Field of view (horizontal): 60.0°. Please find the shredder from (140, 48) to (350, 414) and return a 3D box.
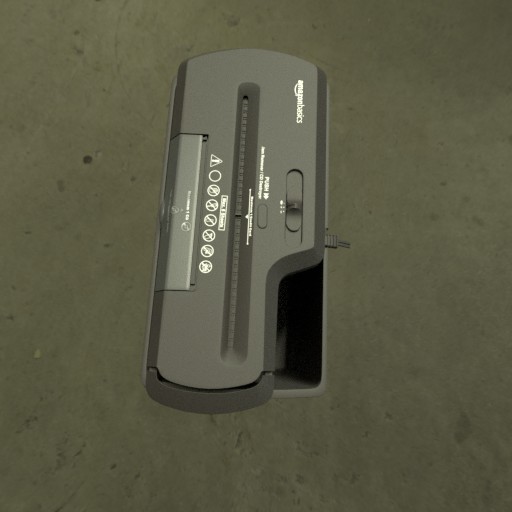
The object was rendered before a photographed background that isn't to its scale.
[{"bbox_3d":[0.000,0.000,0.516,0.170,0.335,0.320,3,76,1],"label":"shredder"}]
